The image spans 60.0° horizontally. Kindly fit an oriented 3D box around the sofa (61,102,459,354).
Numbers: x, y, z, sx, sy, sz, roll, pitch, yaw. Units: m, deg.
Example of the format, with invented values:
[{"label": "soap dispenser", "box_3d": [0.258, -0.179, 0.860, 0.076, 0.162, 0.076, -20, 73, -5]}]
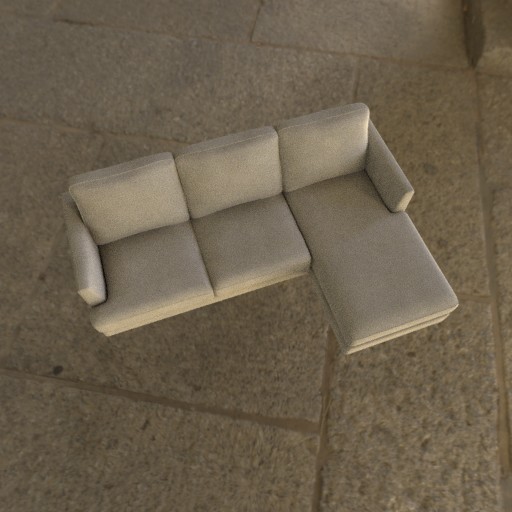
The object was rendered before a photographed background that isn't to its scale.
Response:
[{"label": "sofa", "box_3d": [0.000, 0.000, 2.941, 2.233, 0.956, 1.504, -17, 64, -9]}]
